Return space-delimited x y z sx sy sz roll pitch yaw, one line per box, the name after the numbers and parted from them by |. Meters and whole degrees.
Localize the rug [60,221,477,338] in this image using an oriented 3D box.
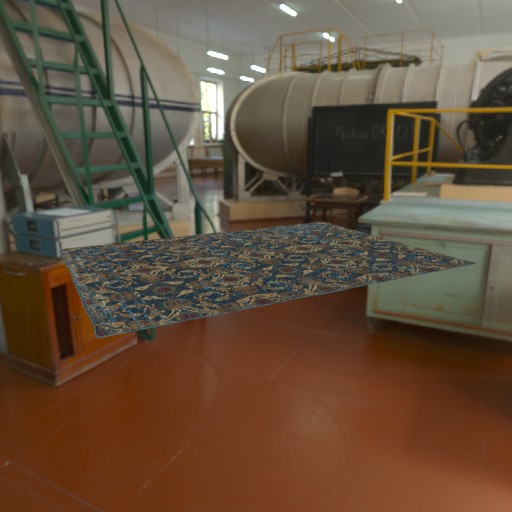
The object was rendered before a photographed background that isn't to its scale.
0.000 0.000 4.264 3.291 0.013 2.337 -8 17 -27 | rug
